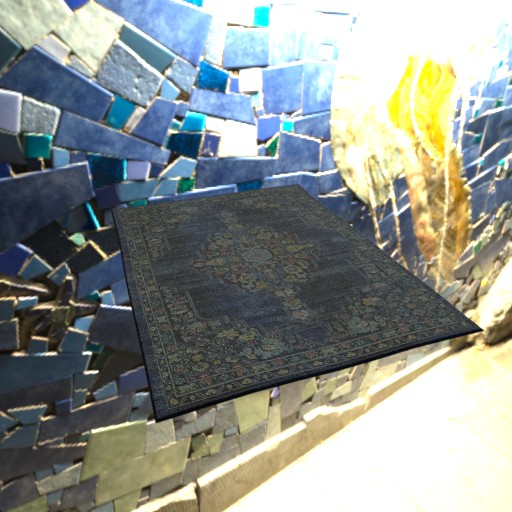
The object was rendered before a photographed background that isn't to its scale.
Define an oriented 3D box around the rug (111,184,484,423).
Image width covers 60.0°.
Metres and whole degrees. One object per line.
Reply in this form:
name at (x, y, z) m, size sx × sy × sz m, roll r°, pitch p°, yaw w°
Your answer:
rug at (0.000, 0.000, 4.728) m, size 2.716 × 0.035 × 3.612 m, roll -10°, pitch 31°, yaw -17°
